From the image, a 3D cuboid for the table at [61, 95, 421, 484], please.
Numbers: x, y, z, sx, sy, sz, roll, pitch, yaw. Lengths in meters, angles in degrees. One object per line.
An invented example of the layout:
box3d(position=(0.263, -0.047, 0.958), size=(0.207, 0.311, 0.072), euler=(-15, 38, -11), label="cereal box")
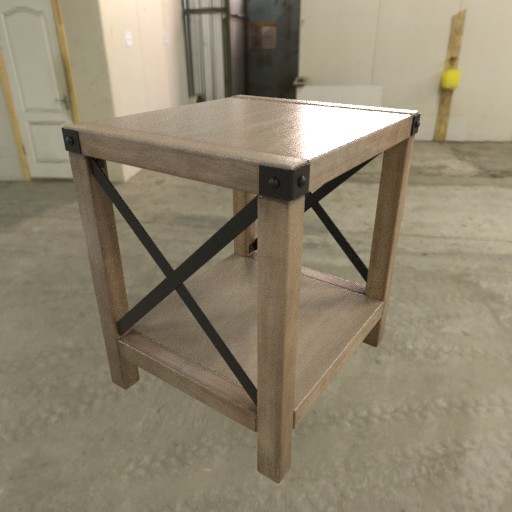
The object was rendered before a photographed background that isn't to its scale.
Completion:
box3d(position=(0.000, 0.000, 0.927), size=(0.459, 0.561, 0.510), euler=(17, 32, 31), label="table")
